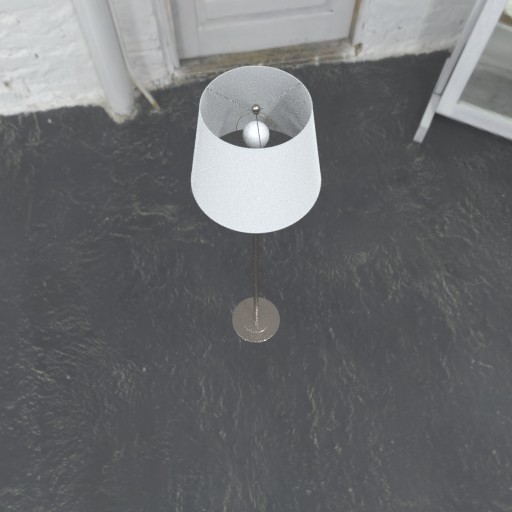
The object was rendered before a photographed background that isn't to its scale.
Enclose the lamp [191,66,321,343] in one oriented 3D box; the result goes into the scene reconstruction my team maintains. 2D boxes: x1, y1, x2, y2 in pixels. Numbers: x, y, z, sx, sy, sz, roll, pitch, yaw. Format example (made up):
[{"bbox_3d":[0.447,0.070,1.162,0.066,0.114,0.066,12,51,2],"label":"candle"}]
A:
[{"bbox_3d":[0.000,0.000,1.639,0.355,1.473,0.355,0,63,0],"label":"lamp"}]
